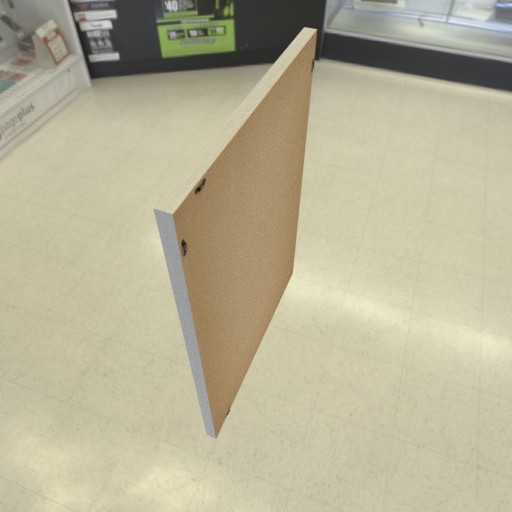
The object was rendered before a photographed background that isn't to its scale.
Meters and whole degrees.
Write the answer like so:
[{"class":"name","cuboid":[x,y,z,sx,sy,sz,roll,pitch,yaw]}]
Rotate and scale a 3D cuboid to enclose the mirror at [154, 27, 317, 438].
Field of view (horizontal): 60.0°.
[{"class":"mirror","cuboid":[0.000,0.000,1.317,0.040,1.016,0.762,17,51,15]}]
